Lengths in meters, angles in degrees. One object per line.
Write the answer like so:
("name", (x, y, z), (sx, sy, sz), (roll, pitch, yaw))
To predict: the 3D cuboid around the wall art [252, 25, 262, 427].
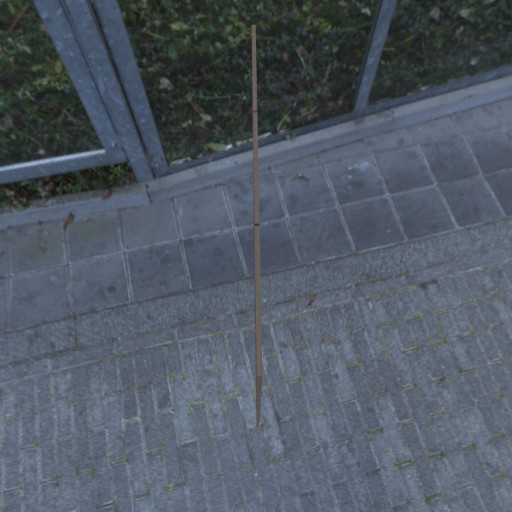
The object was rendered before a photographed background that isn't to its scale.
("wall art", (0.000, 0.000, 1.833), (0.013, 1.216, 1.216), (-1, 64, 0))
